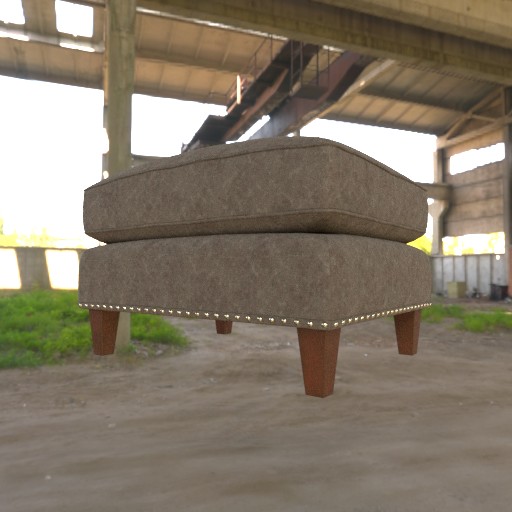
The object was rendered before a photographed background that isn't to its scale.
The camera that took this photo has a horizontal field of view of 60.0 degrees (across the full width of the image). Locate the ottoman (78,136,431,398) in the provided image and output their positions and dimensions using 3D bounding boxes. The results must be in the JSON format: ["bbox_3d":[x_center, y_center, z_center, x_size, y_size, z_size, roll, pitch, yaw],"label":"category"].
[{"bbox_3d":[0.000,0.000,1.167,0.741,0.513,0.584,-1,-2,37],"label":"ottoman"}]
